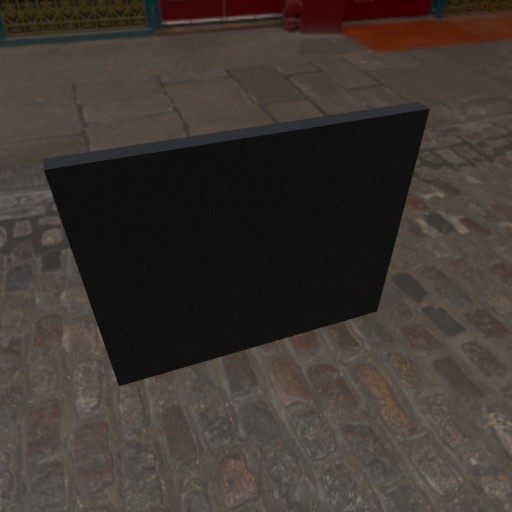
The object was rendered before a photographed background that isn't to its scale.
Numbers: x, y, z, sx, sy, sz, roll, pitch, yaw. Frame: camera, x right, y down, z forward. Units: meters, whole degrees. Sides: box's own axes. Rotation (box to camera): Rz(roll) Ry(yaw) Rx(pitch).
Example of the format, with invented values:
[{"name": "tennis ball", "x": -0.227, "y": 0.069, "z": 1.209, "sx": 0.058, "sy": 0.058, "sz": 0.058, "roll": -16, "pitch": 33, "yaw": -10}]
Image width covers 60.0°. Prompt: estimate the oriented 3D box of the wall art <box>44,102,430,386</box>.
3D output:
[{"name": "wall art", "x": 0.000, "y": 0.000, "z": 0.768, "sx": 0.558, "sy": 0.457, "sz": 0.031, "roll": -13, "pitch": 42, "yaw": -15}]
